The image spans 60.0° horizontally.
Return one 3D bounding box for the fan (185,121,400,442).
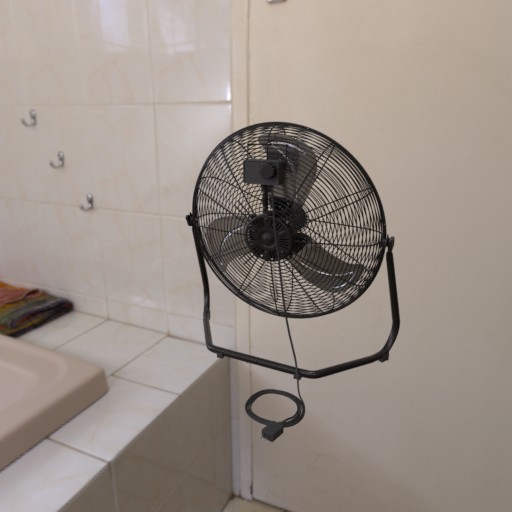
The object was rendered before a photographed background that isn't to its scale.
[{"bbox_3d":[0.000,0.000,0.941,0.555,0.546,0.424,9,19,26],"label":"fan"}]
